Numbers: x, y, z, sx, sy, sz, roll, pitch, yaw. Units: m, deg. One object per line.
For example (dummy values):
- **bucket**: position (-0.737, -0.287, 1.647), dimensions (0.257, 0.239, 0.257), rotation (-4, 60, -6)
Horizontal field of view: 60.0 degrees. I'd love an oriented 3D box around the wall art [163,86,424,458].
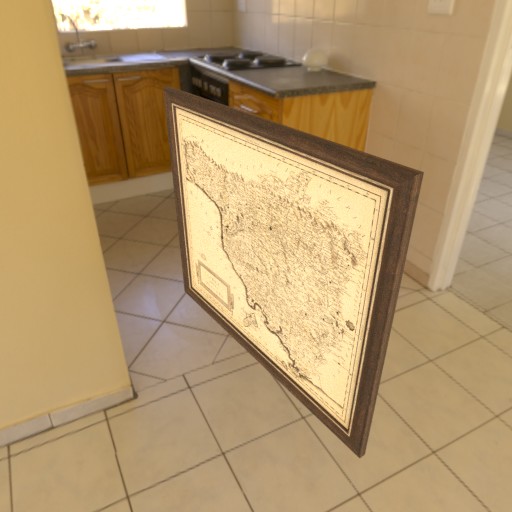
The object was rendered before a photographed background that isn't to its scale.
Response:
- **wall art**: position (0.000, 0.000, 1.421), dimensions (0.023, 0.875, 1.033), rotation (-22, 38, -31)
